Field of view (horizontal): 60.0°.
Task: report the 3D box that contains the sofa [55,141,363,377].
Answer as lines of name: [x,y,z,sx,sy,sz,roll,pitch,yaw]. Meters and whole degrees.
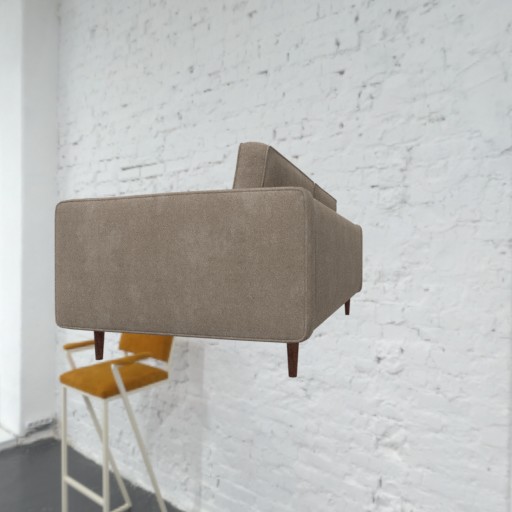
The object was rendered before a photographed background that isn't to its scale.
sofa: [0.000,0.000,2.266,0.920,0.769,1.883,0,0,18]
